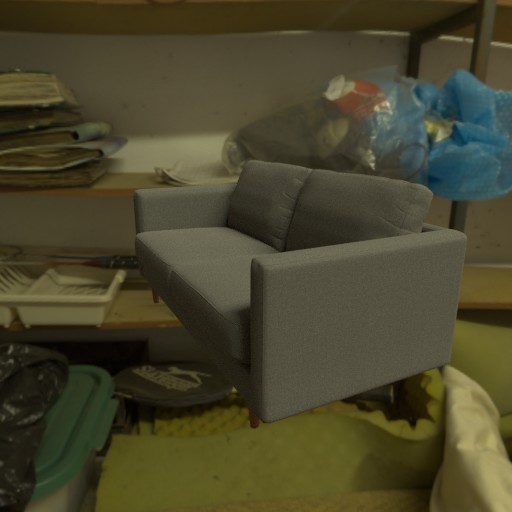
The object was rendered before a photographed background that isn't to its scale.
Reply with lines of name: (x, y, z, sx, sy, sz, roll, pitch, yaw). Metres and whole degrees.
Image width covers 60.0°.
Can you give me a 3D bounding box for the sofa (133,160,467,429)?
sofa: (0.000, 0.000, 2.254, 0.940, 0.866, 1.713, -8, 18, -26)
